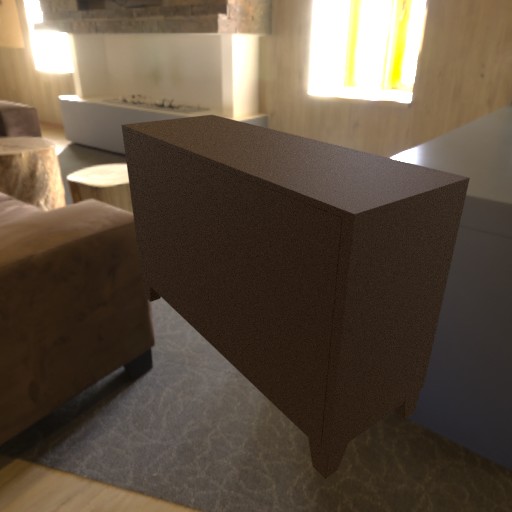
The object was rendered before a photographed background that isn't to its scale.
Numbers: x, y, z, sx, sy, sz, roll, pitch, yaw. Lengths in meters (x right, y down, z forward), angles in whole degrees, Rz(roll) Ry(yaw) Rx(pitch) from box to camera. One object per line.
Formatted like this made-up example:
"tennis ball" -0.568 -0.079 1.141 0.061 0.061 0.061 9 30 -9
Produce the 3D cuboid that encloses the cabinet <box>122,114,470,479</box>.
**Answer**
"cabinet" 0.000 0.000 1.840 0.482 0.914 1.396 -18 32 -32
